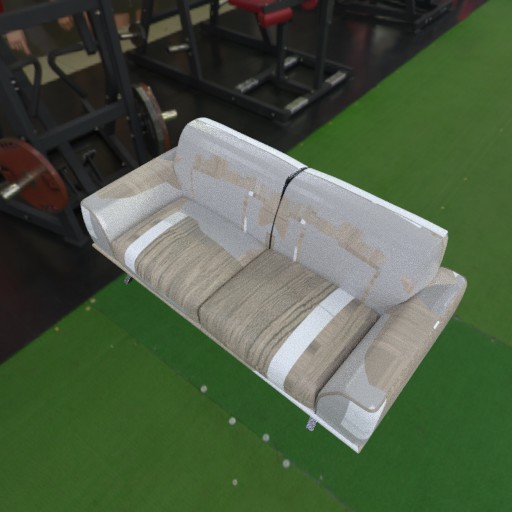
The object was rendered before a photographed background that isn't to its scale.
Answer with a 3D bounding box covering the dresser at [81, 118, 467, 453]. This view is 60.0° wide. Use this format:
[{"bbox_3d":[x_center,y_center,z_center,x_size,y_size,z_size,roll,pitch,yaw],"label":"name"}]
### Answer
[{"bbox_3d":[0.000,0.000,5.802,4.679,1.863,2.251,32,54,27],"label":"dresser"}]
